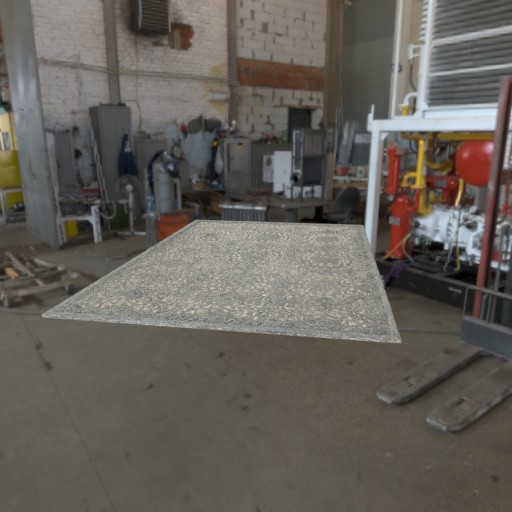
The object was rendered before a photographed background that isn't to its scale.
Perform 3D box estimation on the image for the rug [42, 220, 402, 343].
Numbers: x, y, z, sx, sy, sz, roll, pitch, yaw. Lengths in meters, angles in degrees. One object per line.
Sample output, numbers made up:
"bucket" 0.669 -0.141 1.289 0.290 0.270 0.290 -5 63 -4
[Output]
"rug" 0.000 0.000 2.314 1.208 0.012 1.819 3 15 9
